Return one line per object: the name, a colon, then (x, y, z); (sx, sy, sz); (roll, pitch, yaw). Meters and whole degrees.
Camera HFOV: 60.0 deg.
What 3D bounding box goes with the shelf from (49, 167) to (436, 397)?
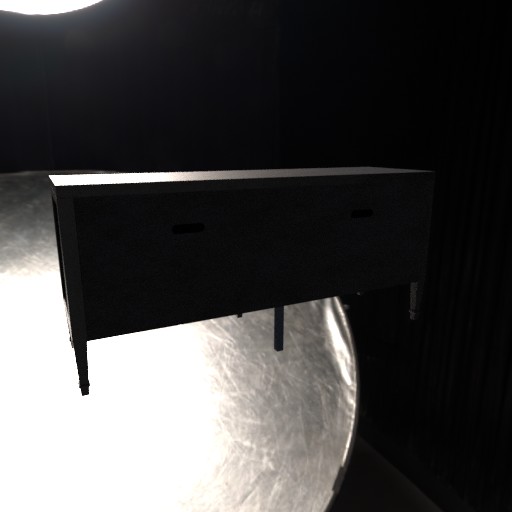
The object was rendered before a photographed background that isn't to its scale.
shelf: (0.000, 0.000, 1.956); (1.575, 0.719, 0.479); (-7, 16, -26)
